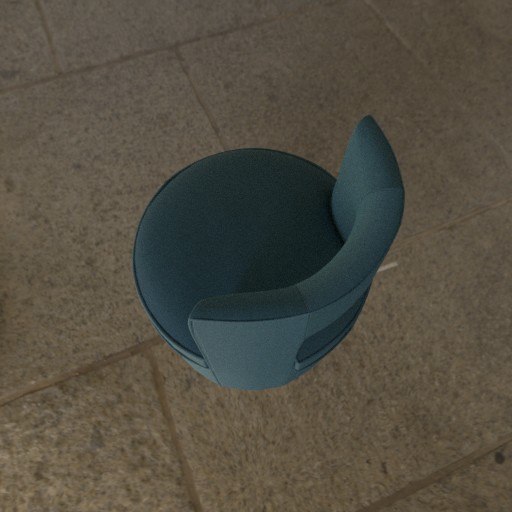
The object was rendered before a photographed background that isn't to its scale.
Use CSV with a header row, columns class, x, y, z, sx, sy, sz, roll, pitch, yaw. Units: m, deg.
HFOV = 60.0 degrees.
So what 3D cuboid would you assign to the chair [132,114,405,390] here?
class,x,y,z,sx,sy,sz,roll,pitch,yaw
chair,0.000,0.000,1.263,0.660,0.711,0.684,34,68,16
